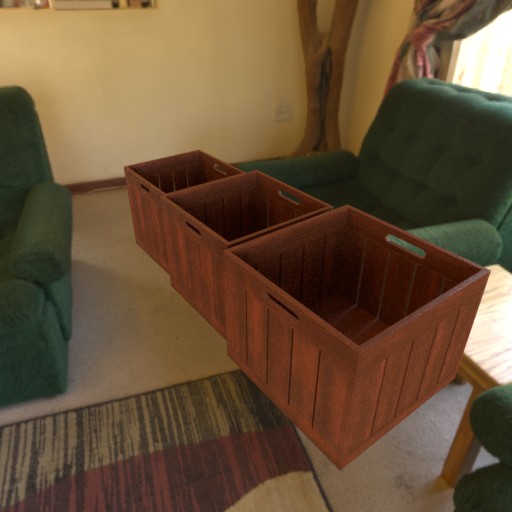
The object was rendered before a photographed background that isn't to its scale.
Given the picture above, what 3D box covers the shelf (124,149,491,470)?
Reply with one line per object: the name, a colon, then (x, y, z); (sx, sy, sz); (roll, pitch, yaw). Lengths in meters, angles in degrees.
shelf: (0.000, 0.000, 1.242); (0.393, 0.311, 1.064); (-22, 38, -31)
